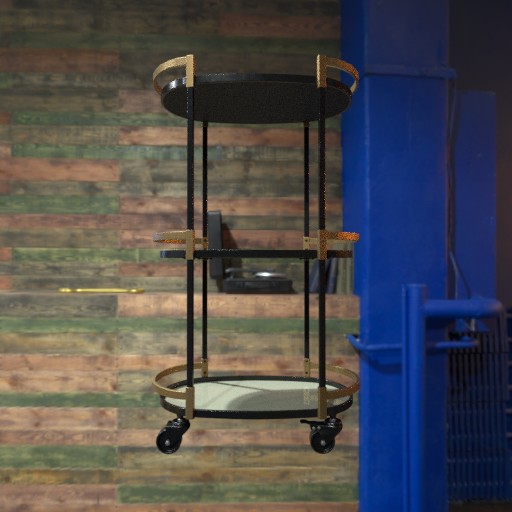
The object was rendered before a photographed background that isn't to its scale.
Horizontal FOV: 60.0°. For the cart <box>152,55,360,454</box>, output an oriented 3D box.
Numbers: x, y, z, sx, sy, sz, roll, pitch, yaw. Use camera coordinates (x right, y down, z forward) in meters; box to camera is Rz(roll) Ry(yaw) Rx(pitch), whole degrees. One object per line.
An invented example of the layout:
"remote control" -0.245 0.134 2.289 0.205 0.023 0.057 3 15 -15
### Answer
"cart" 0.000 0.000 1.124 0.515 0.885 0.311 0 -1 0
